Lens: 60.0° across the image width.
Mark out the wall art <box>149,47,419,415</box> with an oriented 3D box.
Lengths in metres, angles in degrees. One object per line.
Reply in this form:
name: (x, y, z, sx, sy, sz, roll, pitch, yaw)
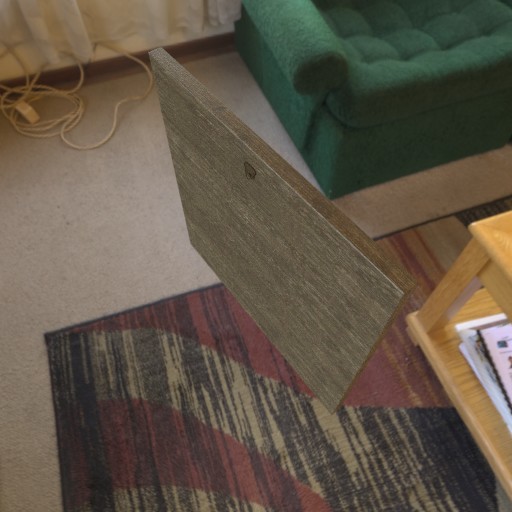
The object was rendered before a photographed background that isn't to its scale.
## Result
wall art: (0.000, 0.000, 0.695, 0.027, 0.459, 0.462, -33, 63, -19)
